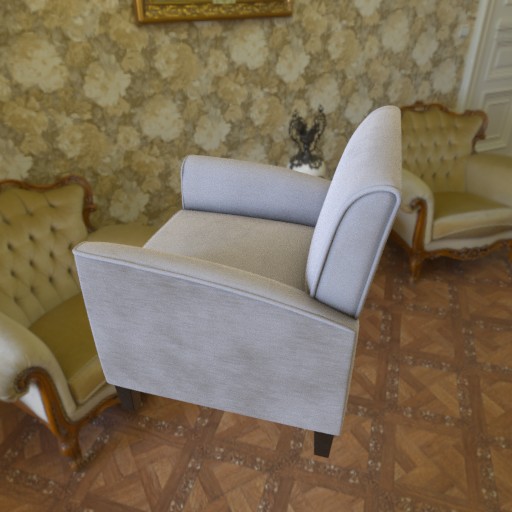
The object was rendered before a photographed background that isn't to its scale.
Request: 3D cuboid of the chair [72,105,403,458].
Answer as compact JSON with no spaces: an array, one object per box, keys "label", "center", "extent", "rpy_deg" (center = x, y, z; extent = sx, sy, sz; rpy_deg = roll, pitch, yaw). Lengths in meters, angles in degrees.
[{"label":"chair","center":[0.000,0.000,1.511],"extent":[0.821,0.915,0.820],"rpy_deg":[8,33,13]}]
